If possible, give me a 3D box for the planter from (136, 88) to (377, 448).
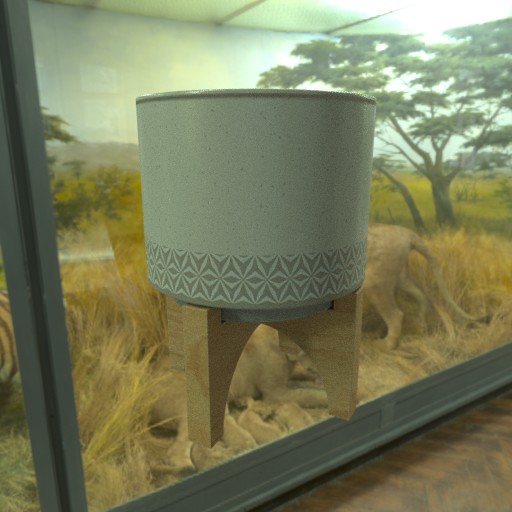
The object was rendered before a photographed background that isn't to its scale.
[{"bbox_3d":[0.000,0.000,0.269,0.130,0.178,0.130,0,15,0],"label":"planter"}]
